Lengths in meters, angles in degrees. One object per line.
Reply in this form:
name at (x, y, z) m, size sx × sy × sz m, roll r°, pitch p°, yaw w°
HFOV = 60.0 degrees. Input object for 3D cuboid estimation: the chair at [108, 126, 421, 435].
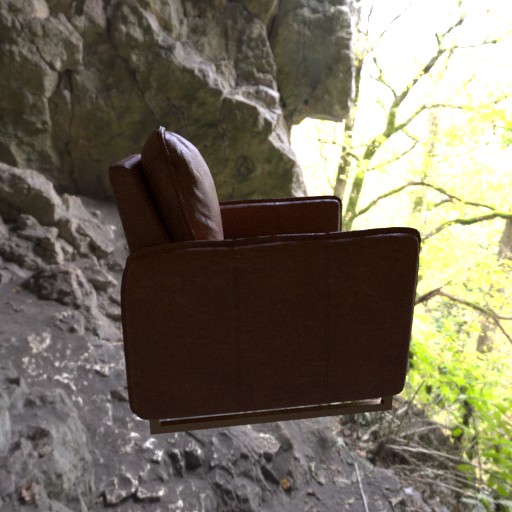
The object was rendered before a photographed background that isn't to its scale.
chair at (0.000, 0.000, 1.646) m, size 0.922 × 0.922 × 0.830 m, roll -3°, pitch 16°, yaw -9°
